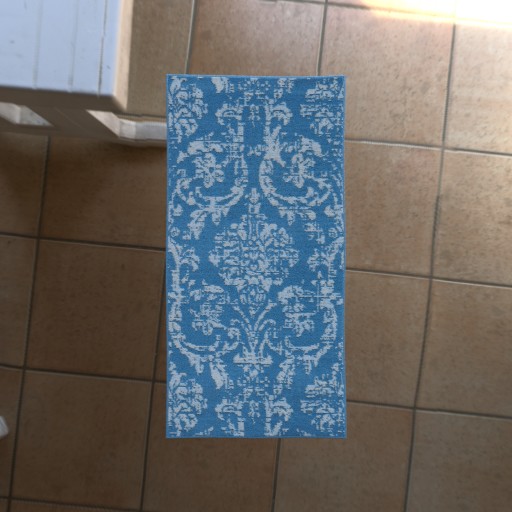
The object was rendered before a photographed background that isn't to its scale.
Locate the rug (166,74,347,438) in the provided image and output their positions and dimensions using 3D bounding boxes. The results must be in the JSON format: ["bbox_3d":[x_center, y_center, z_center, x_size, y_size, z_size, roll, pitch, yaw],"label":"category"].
[{"bbox_3d":[0.000,0.000,1.483,0.604,0.007,1.219,0,90,0],"label":"rug"}]
